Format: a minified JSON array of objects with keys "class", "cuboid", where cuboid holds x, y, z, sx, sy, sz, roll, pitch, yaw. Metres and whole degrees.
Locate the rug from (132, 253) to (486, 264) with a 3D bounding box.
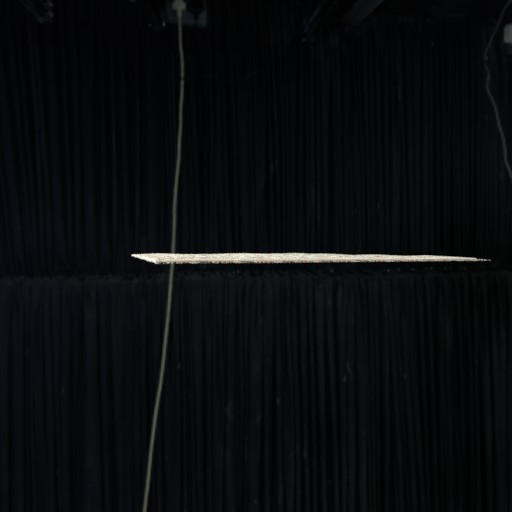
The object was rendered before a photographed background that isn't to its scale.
[{"class":"rug","cuboid":[0.000,0.000,2.978,1.529,0.027,2.434,0,1,-18]}]
